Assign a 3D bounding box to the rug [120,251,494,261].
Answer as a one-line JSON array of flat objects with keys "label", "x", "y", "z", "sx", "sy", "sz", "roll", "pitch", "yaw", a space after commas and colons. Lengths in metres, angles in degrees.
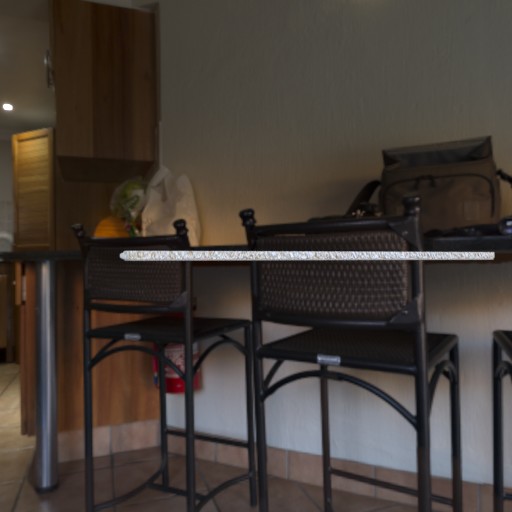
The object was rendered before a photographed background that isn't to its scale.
[{"label": "rug", "x": 0.000, "y": 0.000, "z": 2.061, "sx": 1.199, "sy": 0.025, "sz": 1.600, "roll": 0, "pitch": 0, "yaw": -17}]
